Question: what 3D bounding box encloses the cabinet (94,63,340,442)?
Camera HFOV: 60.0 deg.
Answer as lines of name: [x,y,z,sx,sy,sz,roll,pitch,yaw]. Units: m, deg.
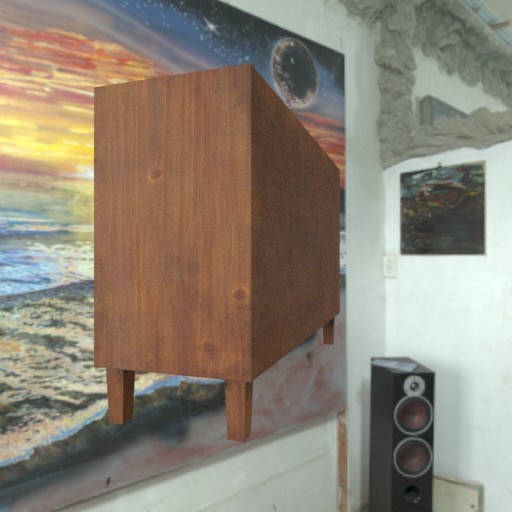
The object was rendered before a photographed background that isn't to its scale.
cabinet: [0.000,0.000,1.560,0.403,0.805,1.204,0,0,19]
